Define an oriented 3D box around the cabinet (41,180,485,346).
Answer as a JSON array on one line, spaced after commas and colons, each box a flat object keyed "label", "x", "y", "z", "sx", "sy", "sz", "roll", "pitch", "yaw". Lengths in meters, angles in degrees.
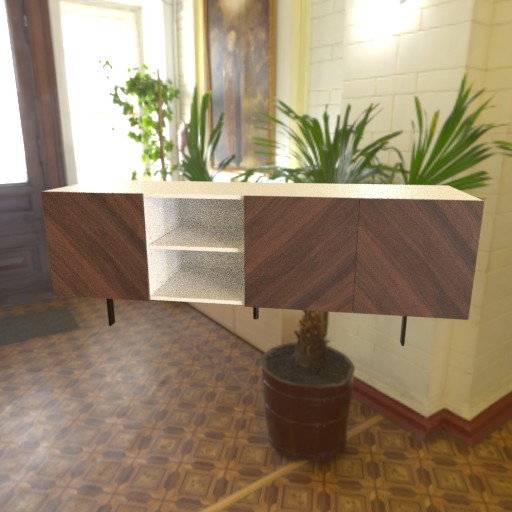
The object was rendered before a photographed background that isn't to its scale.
[{"label": "cabinet", "x": 0.000, "y": 0.000, "z": 1.758, "sx": 1.499, "sy": 0.533, "sz": 0.431, "roll": 2, "pitch": 16, "yaw": 9}]
